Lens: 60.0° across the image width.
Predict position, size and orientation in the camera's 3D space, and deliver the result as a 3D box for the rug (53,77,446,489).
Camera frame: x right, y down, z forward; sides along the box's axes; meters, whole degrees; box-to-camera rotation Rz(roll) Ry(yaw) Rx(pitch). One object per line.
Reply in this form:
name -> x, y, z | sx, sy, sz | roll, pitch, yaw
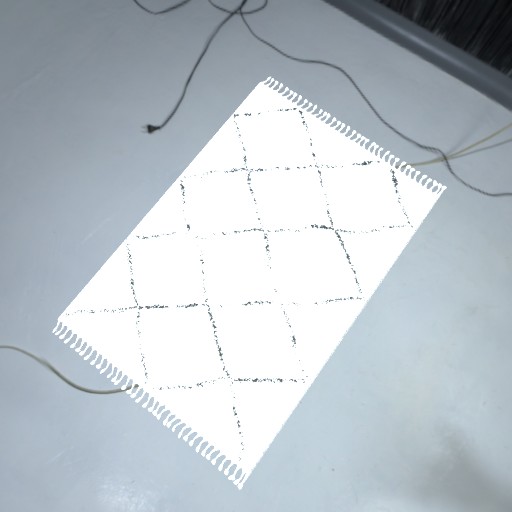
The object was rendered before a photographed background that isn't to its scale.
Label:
rug -> 0.000, 0.000, 2.861 | 1.494, 0.031, 2.307 | 36, 78, 9
